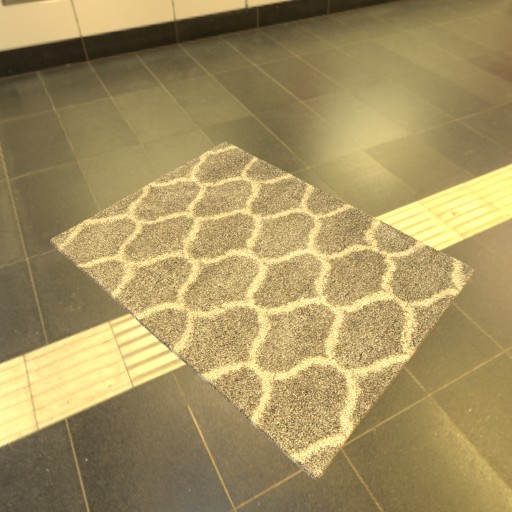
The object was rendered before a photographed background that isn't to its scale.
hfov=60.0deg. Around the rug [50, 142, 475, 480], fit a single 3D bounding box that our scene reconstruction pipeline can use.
[{"bbox_3d":[0.000,0.000,2.065,1.600,0.025,1.200,33,54,28],"label":"rug"}]
